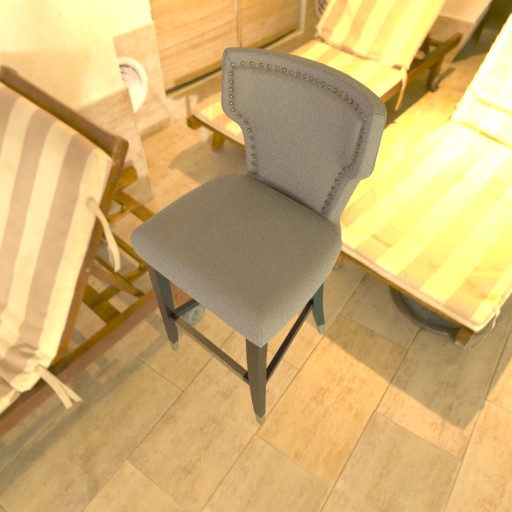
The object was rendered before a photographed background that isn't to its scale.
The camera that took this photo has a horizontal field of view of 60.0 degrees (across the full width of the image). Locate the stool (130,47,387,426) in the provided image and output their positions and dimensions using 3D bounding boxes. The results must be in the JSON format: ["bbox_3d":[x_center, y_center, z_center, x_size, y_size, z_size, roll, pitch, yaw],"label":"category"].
[{"bbox_3d":[0.000,0.000,1.435,0.526,1.092,0.563,33,57,25],"label":"stool"}]
